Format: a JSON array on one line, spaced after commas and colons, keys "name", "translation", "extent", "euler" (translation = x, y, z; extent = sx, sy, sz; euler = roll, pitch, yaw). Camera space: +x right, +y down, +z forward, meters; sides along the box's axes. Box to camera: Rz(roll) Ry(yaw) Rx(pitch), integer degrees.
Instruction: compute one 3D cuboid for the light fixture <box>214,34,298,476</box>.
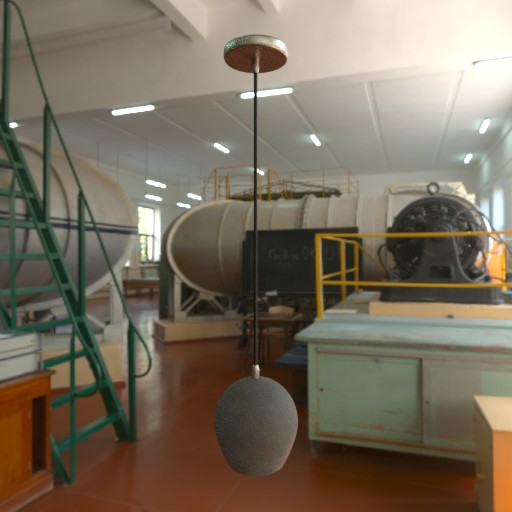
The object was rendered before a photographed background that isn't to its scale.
[{"name": "light fixture", "translation": [0.000, 0.000, 0.817], "extent": [0.153, 0.760, 0.153], "euler": [0, 0, -36]}]
